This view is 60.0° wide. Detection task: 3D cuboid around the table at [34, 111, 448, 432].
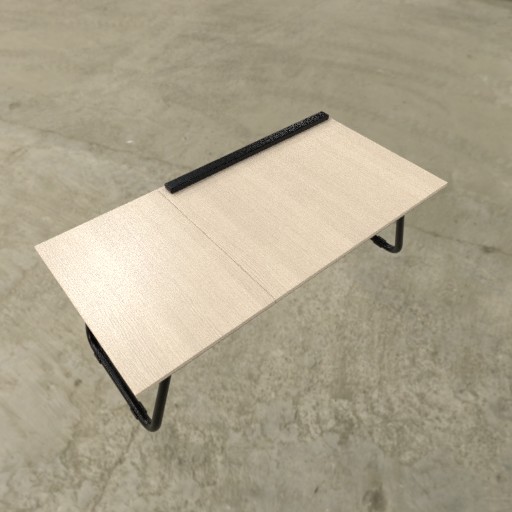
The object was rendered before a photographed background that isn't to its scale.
[{"bbox_3d":[0.000,0.000,0.832,0.644,0.242,0.322,-31,54,-26],"label":"table"}]
